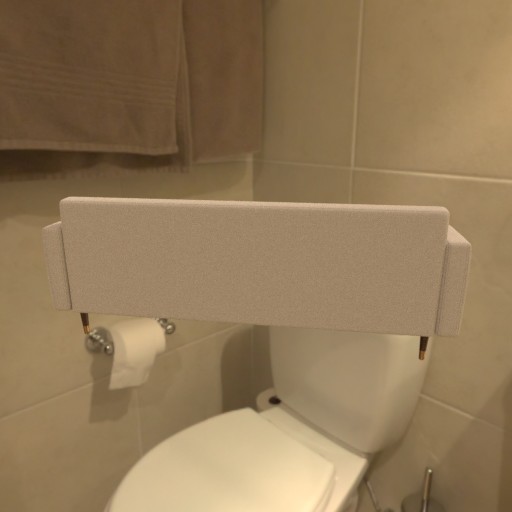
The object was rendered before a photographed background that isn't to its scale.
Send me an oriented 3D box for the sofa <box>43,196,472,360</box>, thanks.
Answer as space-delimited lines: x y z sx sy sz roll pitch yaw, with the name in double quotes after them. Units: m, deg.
0.000 0.000 2.781 2.291 0.821 0.990 3 17 9 "sofa"
